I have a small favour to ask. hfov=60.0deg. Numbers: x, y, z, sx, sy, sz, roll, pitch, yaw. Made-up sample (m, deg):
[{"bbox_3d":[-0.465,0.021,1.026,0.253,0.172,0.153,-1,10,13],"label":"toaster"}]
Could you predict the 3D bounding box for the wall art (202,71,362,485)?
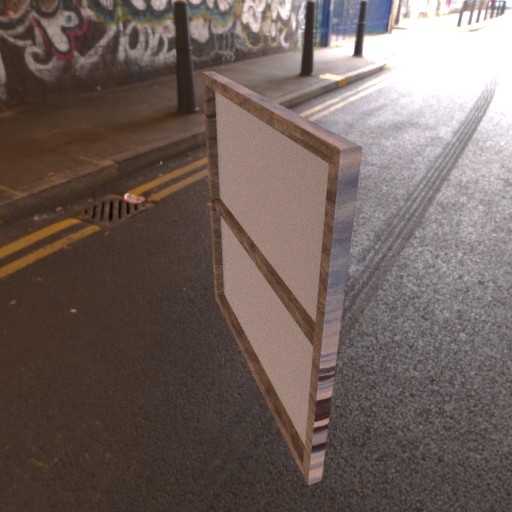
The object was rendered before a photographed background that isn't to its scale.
[{"bbox_3d":[0.000,0.000,1.086,0.035,0.747,0.747,-11,32,-17],"label":"wall art"}]
